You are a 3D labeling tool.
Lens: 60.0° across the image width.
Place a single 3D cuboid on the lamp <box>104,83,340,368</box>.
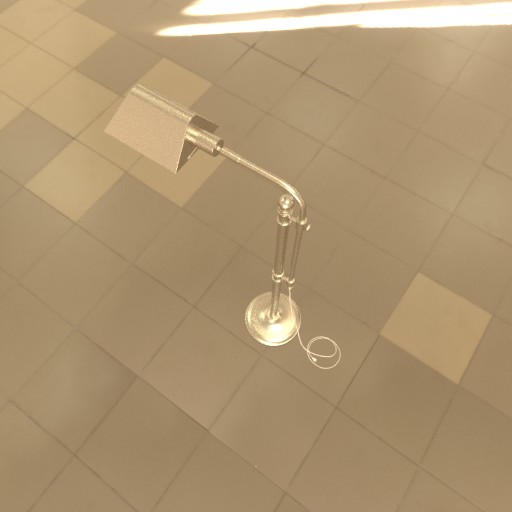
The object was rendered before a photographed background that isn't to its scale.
[{"bbox_3d":[0.000,0.000,0.963,0.546,0.708,0.159,32,69,14],"label":"lamp"}]
